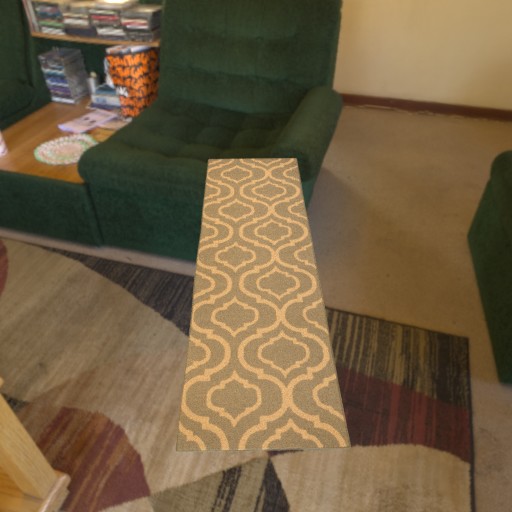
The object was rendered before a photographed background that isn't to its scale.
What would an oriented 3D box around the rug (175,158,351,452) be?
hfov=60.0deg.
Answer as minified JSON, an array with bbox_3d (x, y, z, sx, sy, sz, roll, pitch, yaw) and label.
[{"bbox_3d":[0.000,0.000,2.567,0.684,0.009,2.275,-1,41,-1],"label":"rug"}]
